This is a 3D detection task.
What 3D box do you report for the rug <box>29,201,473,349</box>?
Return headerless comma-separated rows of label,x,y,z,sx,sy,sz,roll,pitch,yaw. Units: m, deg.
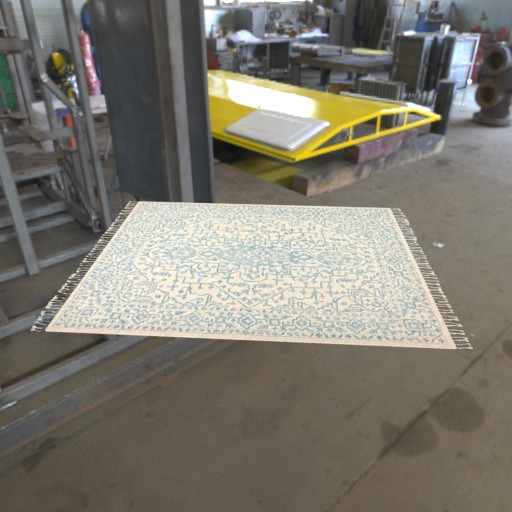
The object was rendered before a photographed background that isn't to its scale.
rug,0.000,0.000,4.317,3.327,0.010,2.464,2,31,3
